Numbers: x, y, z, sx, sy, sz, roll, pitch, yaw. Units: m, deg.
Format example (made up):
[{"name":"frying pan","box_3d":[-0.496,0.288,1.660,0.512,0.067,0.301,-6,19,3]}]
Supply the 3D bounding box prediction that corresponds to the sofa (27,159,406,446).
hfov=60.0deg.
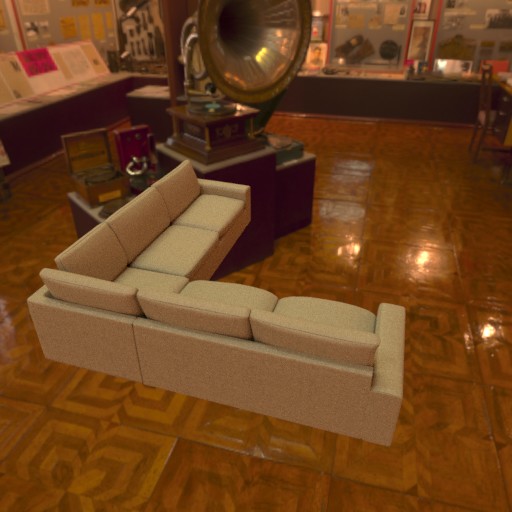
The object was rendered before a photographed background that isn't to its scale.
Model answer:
[{"name":"sofa","box_3d":[0.000,0.000,4.042,2.622,0.800,2.742,9,33,15]}]
